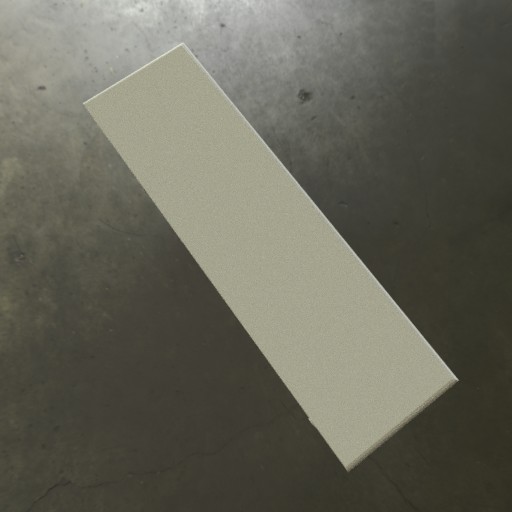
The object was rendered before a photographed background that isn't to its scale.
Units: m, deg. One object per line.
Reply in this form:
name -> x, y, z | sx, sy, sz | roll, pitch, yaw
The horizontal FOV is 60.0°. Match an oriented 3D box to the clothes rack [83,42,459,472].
clothes rack -> 0.000, 0.000, 1.339 | 0.324, 0.531, 1.120 | -35, 79, -8
